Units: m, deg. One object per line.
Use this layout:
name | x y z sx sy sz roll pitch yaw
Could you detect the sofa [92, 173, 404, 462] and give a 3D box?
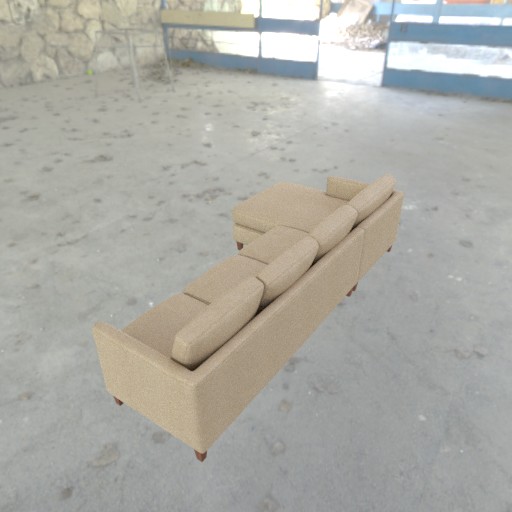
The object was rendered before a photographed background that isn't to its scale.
sofa | 0.000 0.000 3.859 1.502 0.876 3.201 20 36 30
